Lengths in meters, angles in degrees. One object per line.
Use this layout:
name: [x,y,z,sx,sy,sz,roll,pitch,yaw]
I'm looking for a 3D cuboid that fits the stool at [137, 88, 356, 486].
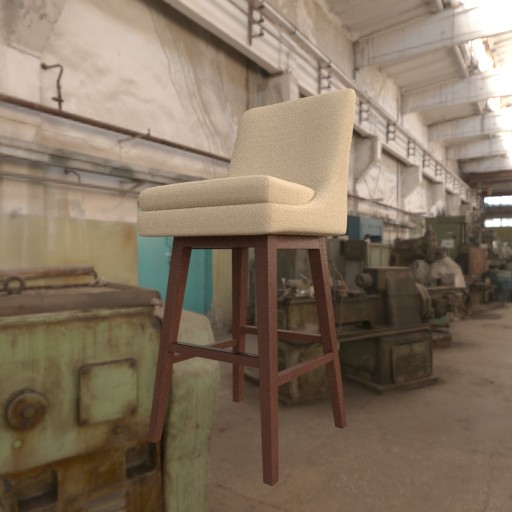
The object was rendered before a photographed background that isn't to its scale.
stool: [0.000,0.000,1.373,0.483,1.093,0.559,1,1,35]
